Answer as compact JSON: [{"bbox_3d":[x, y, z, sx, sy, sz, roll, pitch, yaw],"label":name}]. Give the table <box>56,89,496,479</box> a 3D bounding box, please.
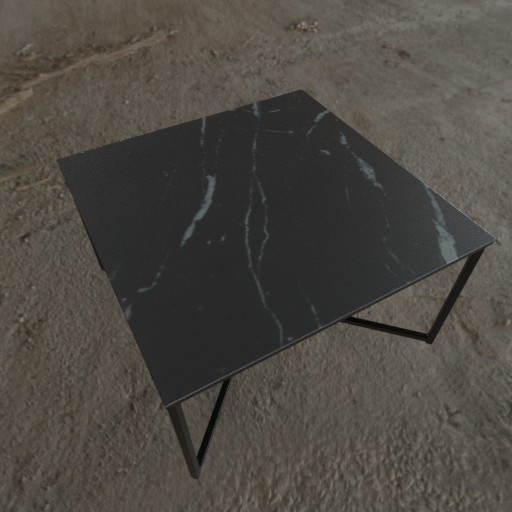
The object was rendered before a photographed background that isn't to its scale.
[{"bbox_3d":[0.000,0.000,1.271,0.800,0.450,0.800,-23,52,-19],"label":"table"}]
